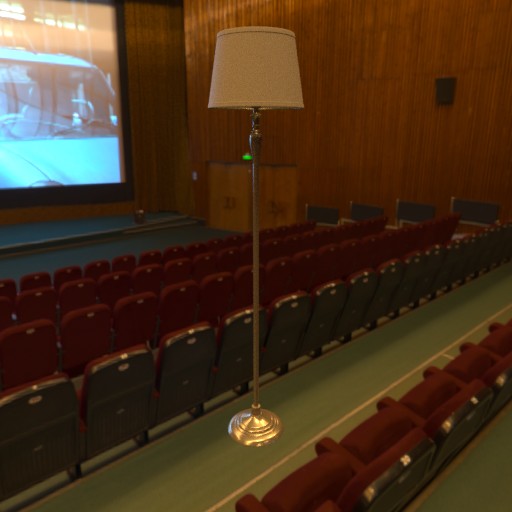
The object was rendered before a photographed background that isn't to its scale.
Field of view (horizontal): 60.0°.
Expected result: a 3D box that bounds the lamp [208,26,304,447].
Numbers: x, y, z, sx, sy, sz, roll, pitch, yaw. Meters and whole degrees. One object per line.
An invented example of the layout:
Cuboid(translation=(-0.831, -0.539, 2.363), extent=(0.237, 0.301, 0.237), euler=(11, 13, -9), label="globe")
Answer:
Cuboid(translation=(0.000, 0.000, 1.660), extent=(0.327, 1.506, 0.327), euler=(-15, 22, -41), label="lamp")
